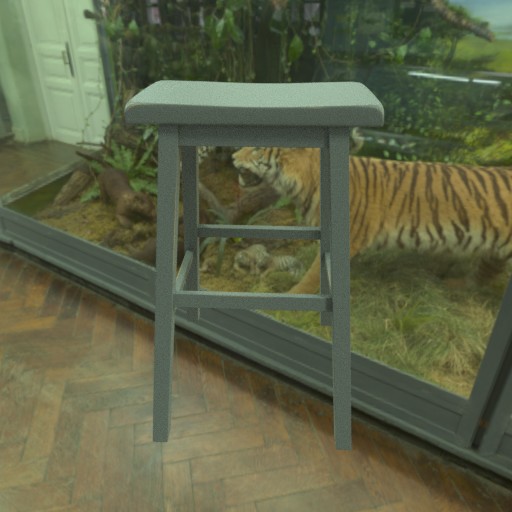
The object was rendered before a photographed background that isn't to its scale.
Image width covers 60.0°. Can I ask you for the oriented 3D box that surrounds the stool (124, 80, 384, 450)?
[{"bbox_3d":[0.000,0.000,1.039,0.457,0.737,0.476,1,30,2],"label":"stool"}]
